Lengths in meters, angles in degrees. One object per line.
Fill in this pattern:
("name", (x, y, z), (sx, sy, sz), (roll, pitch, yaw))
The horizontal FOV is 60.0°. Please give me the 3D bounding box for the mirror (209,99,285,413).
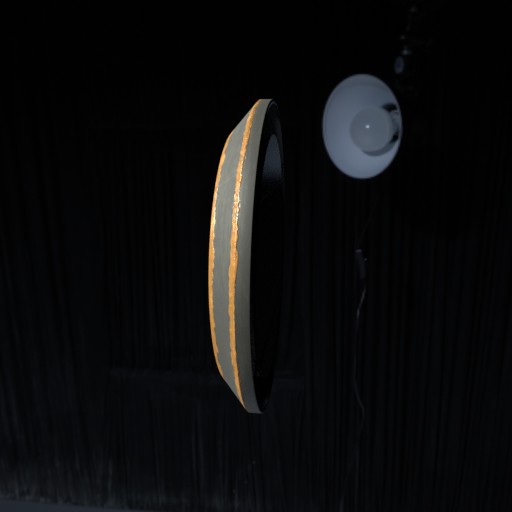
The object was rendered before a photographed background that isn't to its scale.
("mirror", (0.000, 0.000, 1.363), (0.111, 0.907, 0.907), (2, 15, 8))
